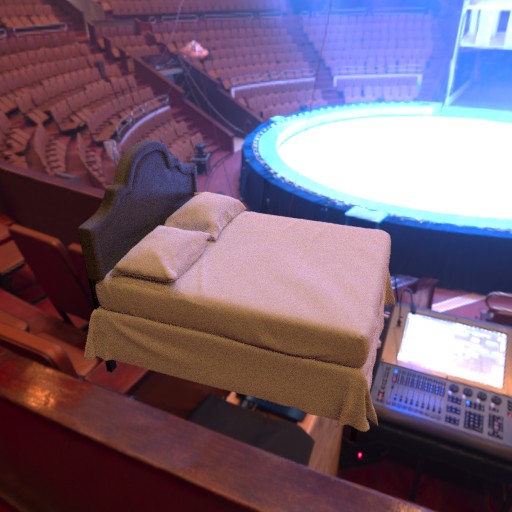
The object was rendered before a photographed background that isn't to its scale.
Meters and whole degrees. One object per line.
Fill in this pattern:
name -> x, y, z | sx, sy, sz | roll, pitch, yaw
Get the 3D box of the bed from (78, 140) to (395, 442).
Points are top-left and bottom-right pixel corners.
bed -> 0.000, 0.000, 3.509 | 2.222, 1.634, 1.780 | 10, 30, 17
